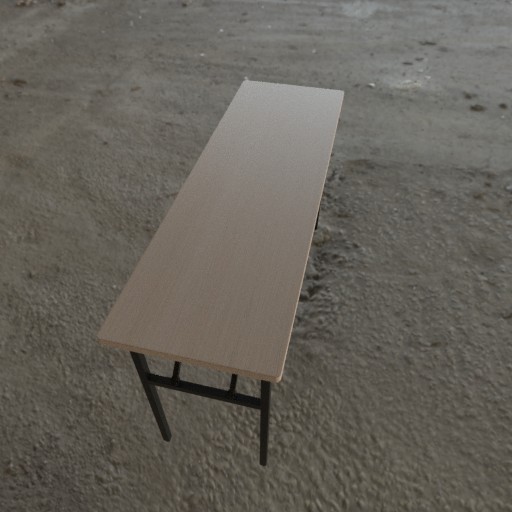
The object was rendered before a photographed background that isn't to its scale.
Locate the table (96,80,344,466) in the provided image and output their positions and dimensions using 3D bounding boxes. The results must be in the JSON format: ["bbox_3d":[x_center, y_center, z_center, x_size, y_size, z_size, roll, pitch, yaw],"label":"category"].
[{"bbox_3d":[0.000,0.000,1.749,0.447,0.750,1.397,10,47,9],"label":"table"}]
